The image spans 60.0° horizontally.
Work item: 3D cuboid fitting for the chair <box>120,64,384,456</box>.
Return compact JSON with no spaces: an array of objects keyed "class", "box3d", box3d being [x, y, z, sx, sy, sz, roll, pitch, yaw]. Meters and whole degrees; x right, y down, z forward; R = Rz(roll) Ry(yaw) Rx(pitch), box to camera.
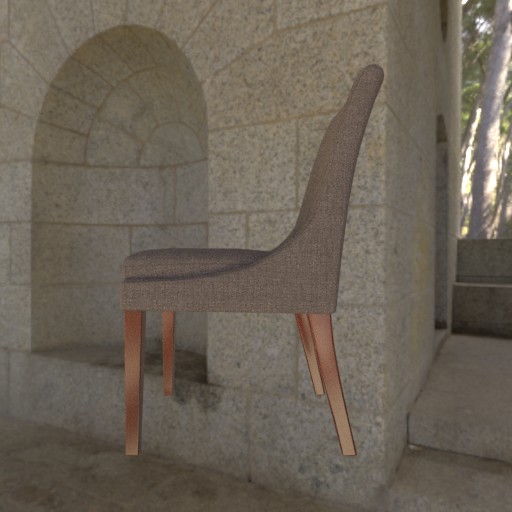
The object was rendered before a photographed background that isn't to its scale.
[{"class":"chair","box3d":[0.000,0.000,1.298,0.655,0.952,0.508,0,0,0]}]
